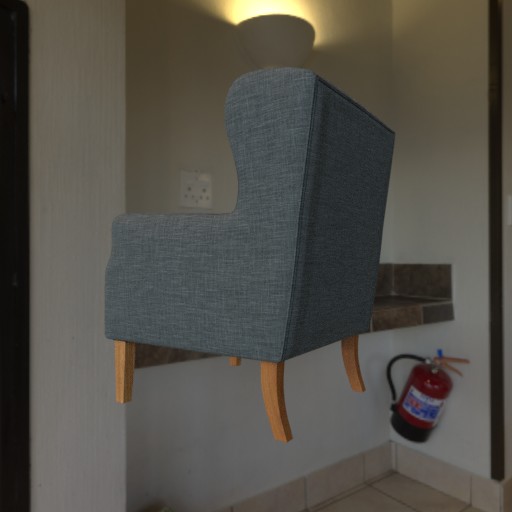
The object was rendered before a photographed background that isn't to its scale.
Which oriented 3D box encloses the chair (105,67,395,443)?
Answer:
[{"bbox_3d":[0.000,0.000,1.517,0.775,0.953,0.711,0,0,35],"label":"chair"}]
